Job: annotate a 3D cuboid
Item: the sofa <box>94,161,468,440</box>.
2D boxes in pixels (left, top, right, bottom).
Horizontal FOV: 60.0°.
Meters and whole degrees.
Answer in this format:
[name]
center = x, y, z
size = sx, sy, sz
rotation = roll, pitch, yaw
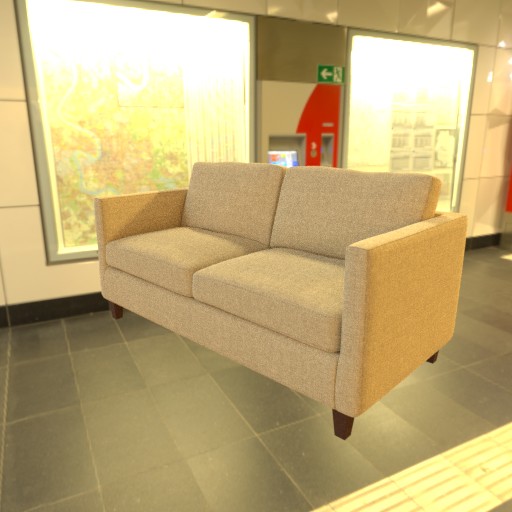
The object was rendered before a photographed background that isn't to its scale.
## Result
[sofa]
center = 0.000, 0.000, 2.428
size = 1.884, 0.963, 0.950
rotation = 14, 20, 42
